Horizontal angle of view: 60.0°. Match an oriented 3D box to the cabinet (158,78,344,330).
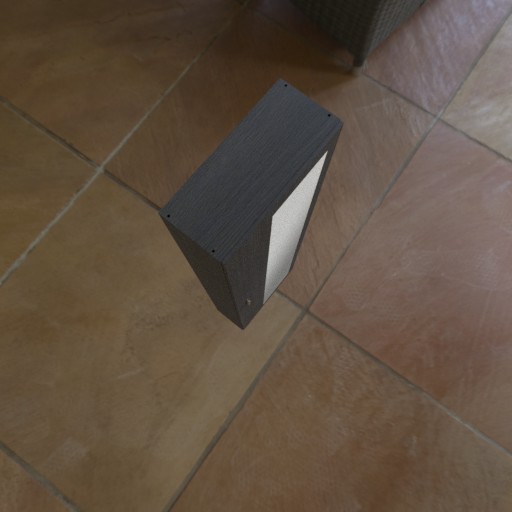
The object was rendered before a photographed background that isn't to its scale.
[{"bbox_3d":[0.000,0.000,2.007,0.230,1.790,0.500,38,78,9],"label":"cabinet"}]
